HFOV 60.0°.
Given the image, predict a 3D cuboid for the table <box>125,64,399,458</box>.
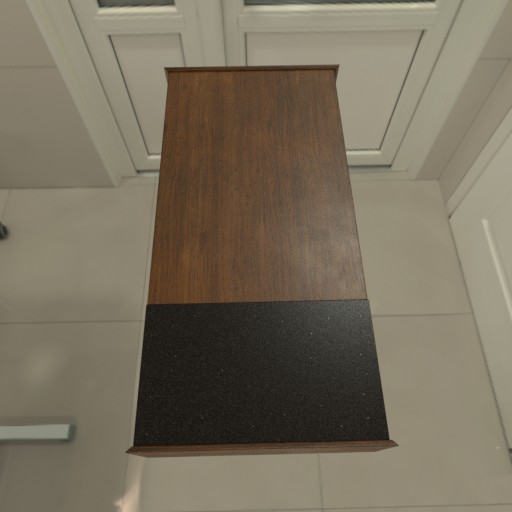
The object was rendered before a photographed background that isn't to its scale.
[{"bbox_3d":[0.000,0.000,1.487,0.610,0.508,1.221,-1,63,-1],"label":"table"}]
